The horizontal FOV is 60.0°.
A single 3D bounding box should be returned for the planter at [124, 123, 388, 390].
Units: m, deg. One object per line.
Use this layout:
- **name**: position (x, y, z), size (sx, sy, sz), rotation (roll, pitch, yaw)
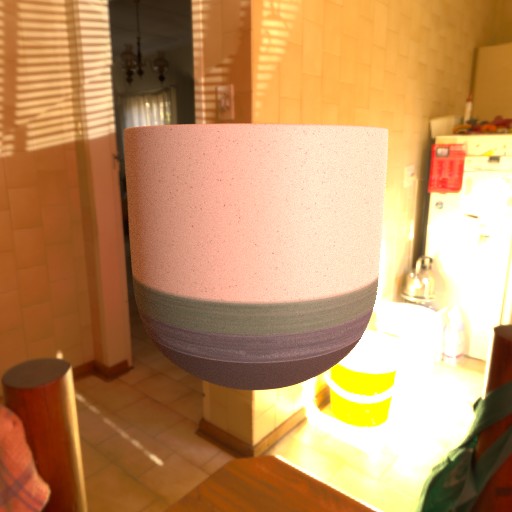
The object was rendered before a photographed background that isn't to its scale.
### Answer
- **planter**: position (0.000, 0.000, 0.495), size (0.268, 0.270, 0.268), rotation (0, 14, 0)
